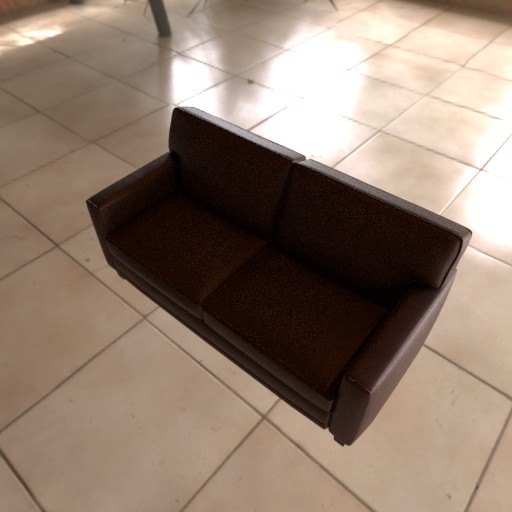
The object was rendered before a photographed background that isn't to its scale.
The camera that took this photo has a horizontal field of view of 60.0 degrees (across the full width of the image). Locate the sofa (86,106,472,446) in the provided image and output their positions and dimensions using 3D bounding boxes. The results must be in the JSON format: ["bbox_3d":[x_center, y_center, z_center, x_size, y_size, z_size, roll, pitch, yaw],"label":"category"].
[{"bbox_3d":[0.000,0.000,2.420,1.876,0.928,0.912,31,54,26],"label":"sofa"}]
